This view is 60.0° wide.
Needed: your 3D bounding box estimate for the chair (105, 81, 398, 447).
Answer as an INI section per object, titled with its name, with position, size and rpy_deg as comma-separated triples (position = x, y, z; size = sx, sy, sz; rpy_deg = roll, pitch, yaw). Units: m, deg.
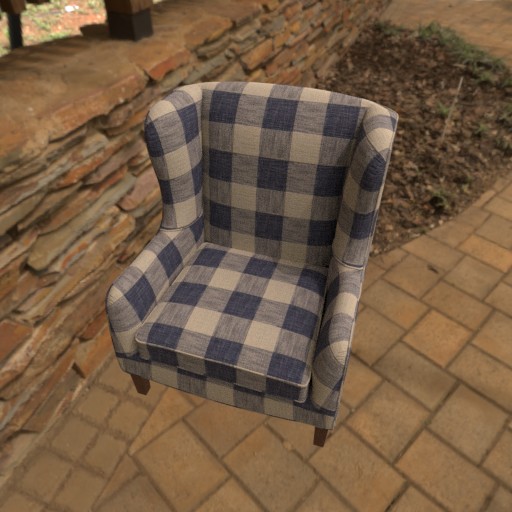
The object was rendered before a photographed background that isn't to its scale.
[chair]
position = 0.000, 0.000, 1.699
size = 0.830, 1.041, 0.889
rpy_deg = 11, 42, 13
